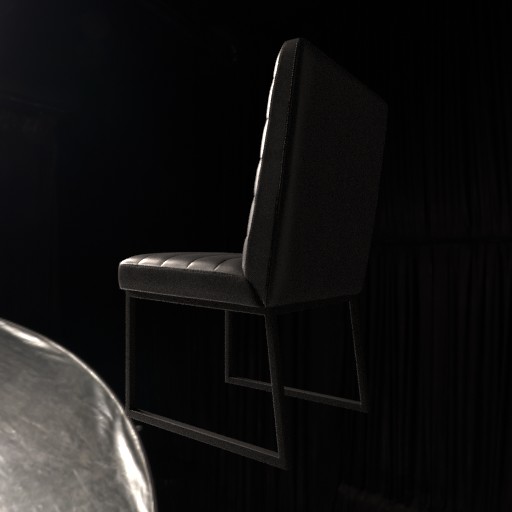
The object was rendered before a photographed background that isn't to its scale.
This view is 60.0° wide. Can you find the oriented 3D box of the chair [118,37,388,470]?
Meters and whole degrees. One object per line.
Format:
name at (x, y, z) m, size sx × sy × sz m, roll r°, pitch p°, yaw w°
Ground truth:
chair at (0.000, 0.000, 1.297) m, size 0.634 × 0.930 × 0.520 m, roll 0°, pitch 0°, yaw 37°
